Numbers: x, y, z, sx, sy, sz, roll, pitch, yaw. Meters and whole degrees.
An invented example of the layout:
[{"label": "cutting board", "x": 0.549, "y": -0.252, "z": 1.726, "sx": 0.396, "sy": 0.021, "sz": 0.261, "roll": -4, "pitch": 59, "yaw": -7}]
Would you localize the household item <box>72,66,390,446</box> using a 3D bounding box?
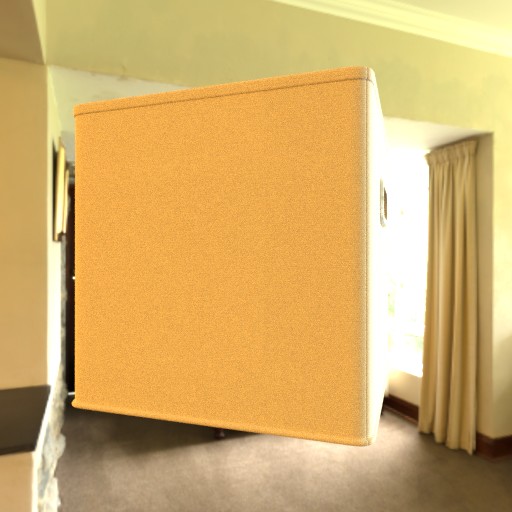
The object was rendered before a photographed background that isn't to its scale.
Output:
[{"label": "household item", "x": 0.000, "y": 0.000, "z": 0.542, "sx": 0.305, "sy": 0.305, "sz": 0.305, "roll": 0, "pitch": 0, "yaw": 19}]
